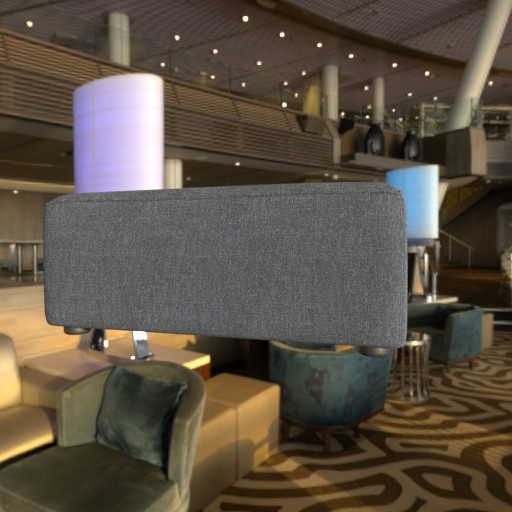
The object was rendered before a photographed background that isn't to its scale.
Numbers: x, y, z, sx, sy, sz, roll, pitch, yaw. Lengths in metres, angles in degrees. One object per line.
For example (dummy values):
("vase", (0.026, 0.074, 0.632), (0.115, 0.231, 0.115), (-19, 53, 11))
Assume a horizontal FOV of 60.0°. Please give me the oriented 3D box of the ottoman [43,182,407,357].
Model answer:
("ottoman", (0.000, 0.000, 1.582), (1.000, 0.439, 1.000), (1, 2, 17))
